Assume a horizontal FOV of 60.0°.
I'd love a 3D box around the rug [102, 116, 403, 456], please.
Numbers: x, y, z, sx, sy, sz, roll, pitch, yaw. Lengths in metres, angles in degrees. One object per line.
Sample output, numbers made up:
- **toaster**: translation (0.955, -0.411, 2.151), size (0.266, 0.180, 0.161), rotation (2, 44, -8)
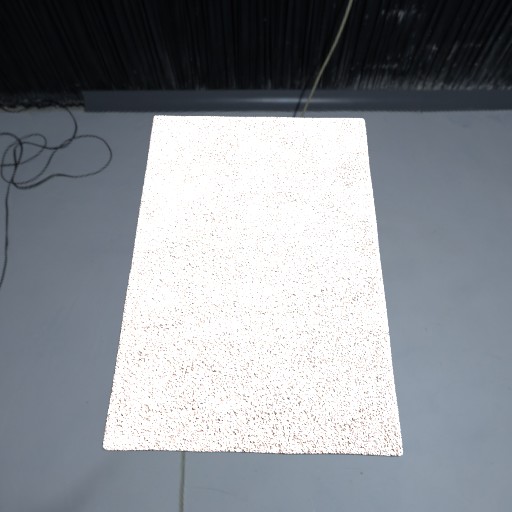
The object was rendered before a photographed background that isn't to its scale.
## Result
- **rug**: translation (0.000, 0.000, 2.182), size (1.219, 0.030, 1.778), rotation (1, 64, 0)
